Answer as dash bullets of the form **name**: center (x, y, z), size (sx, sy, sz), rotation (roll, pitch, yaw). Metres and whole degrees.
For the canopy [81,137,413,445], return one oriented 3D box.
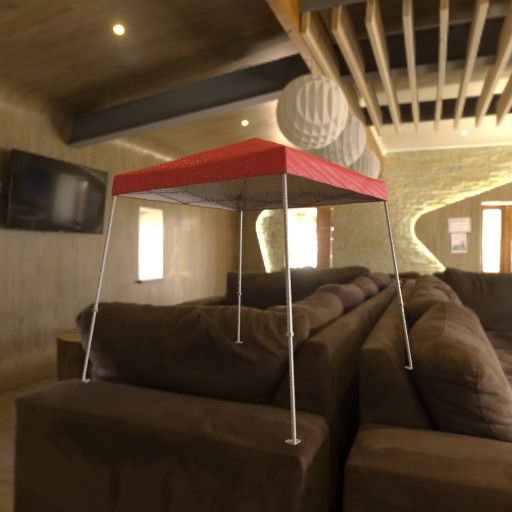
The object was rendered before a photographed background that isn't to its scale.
- **canopy**: center (0.000, 0.000, 6.744), size (3.599, 3.600, 3.600), rotation (0, 0, 37)
